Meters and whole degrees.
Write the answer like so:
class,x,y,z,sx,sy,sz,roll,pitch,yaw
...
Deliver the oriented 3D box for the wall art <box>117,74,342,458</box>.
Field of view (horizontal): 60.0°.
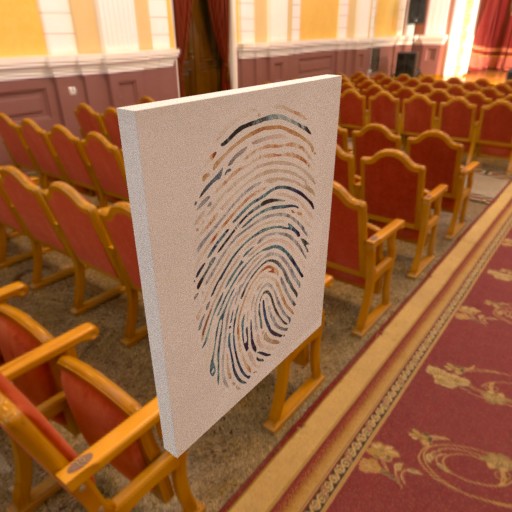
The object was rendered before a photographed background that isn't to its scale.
class,x,y,z,sx,sy,sz,roll,pitch,yaw
wall art,0.000,0.000,0.848,0.037,0.606,0.508,20,34,33
